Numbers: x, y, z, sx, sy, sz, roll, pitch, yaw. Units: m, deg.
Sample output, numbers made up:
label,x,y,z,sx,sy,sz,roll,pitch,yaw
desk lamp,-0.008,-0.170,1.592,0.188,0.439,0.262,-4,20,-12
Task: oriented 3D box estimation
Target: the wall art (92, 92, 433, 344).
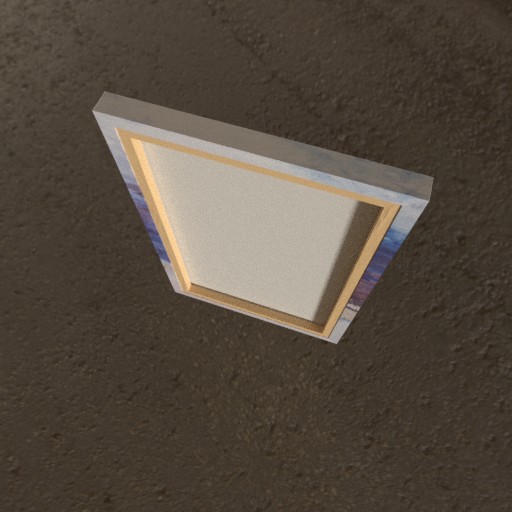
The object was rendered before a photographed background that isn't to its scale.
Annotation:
label,x,y,z,sx,sy,sz,roll,pitch,yaw
wall art,0.000,0.000,1.132,0.583,0.874,0.048,17,66,8
